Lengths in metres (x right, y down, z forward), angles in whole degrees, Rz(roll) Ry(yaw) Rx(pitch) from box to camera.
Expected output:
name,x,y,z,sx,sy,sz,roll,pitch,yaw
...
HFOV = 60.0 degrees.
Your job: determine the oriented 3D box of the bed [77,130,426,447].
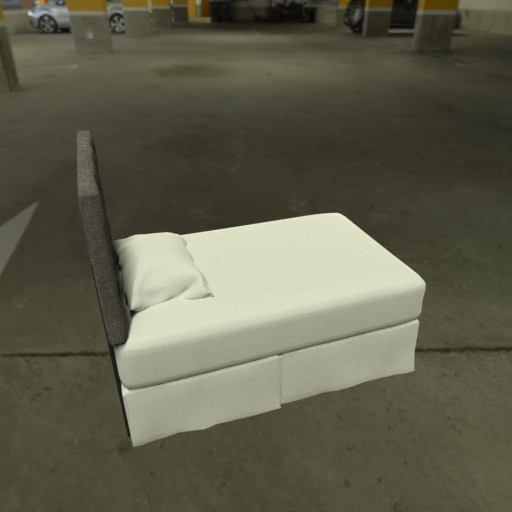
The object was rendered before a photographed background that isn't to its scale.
name,x,y,z,sx,sy,sz,roll,pitch,yaw
bed,0.000,0.000,2.967,1.997,1.571,1.261,-10,31,-17
